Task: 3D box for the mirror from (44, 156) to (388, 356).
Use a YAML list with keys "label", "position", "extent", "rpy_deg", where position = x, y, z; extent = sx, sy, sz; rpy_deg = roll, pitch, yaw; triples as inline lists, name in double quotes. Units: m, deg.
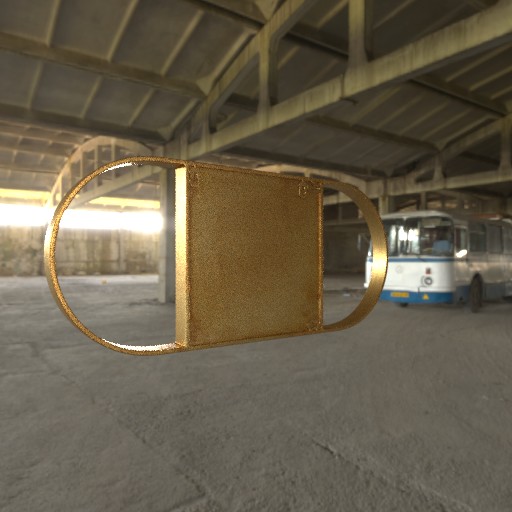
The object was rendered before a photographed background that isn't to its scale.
- label: "mirror"
  position: [0.000, 0.000, 0.673]
  extent: [0.584, 0.254, 0.032]
  rpy_deg: [0, 0, -35]
